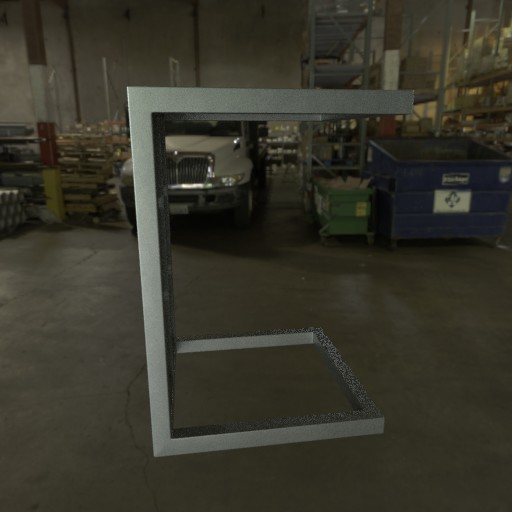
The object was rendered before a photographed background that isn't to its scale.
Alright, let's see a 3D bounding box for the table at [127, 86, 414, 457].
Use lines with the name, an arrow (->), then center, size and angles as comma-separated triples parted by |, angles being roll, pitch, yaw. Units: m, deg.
table -> 0.000, 0.000, 0.909 | 0.420, 0.609, 0.405 | -2, 16, -9
